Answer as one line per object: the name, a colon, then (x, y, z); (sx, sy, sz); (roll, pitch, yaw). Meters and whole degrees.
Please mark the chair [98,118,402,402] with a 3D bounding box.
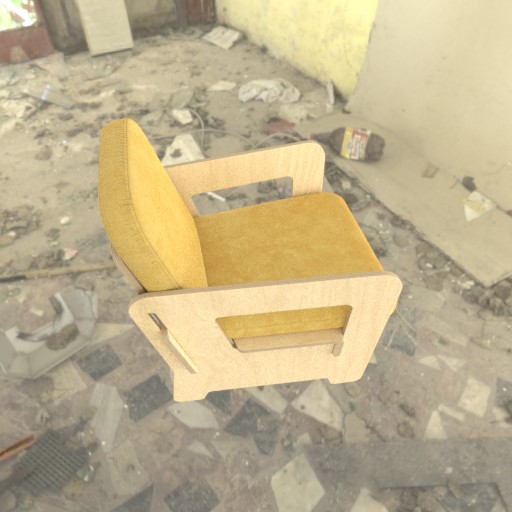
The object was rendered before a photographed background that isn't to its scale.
chair: (0.000, 0.000, 1.303); (0.710, 0.800, 0.590); (-9, 47, -9)
